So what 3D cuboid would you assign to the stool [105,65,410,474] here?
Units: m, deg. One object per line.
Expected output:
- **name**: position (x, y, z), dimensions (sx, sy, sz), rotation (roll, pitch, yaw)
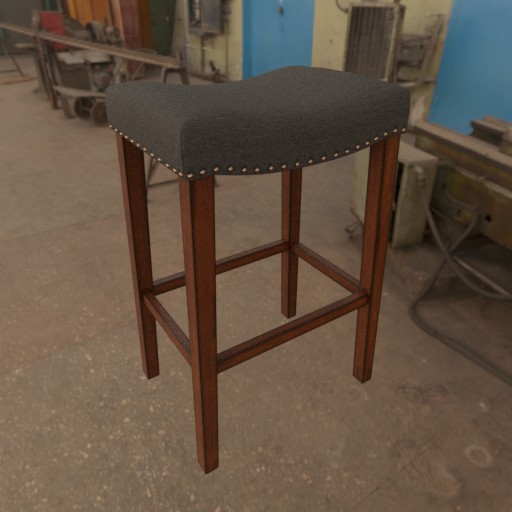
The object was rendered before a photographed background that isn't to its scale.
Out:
- **stool**: position (0.000, 0.000, 1.014), dimensions (0.502, 0.760, 0.366), rotation (-19, 35, -28)
